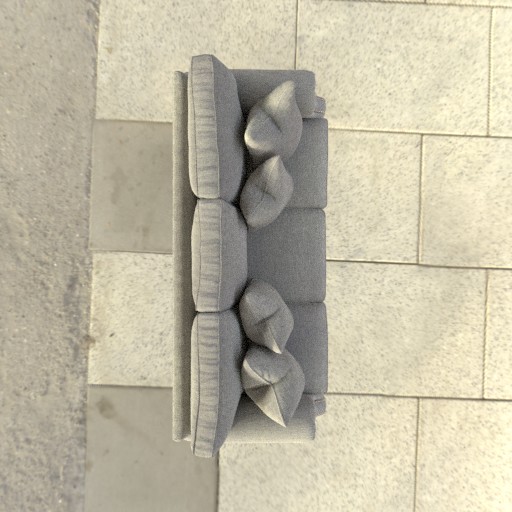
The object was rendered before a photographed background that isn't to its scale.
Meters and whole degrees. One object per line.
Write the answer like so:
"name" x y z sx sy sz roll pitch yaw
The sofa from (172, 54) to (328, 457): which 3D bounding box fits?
"sofa" 0.000 0.000 2.836 0.965 0.975 2.312 0 90 0
